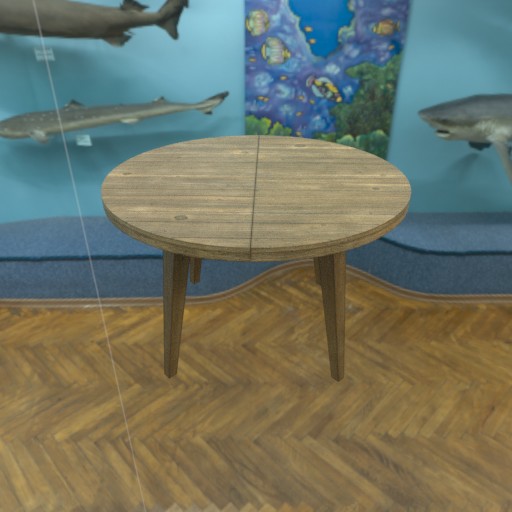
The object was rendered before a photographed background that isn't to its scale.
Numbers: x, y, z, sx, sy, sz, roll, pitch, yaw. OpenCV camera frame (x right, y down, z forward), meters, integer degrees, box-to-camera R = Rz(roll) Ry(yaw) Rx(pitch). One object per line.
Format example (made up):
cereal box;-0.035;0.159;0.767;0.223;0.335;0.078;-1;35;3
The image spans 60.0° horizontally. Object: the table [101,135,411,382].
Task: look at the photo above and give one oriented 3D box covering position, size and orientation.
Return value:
table;0.000;0.000;2.002;1.213;0.764;1.213;0;30;0
